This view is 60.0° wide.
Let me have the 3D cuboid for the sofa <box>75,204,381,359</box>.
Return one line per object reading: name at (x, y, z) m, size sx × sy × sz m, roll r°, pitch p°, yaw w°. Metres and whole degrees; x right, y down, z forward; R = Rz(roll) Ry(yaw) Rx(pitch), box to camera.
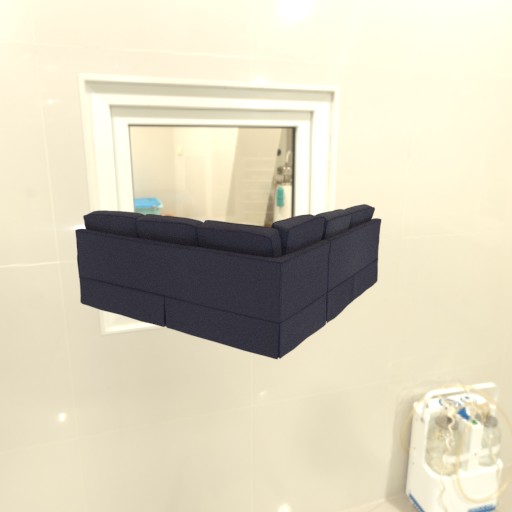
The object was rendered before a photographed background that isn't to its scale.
sofa at (0.000, 0.000, 5.172) m, size 3.773 × 1.169 × 2.874 m, roll -7°, pitch 15°, yaw -26°
